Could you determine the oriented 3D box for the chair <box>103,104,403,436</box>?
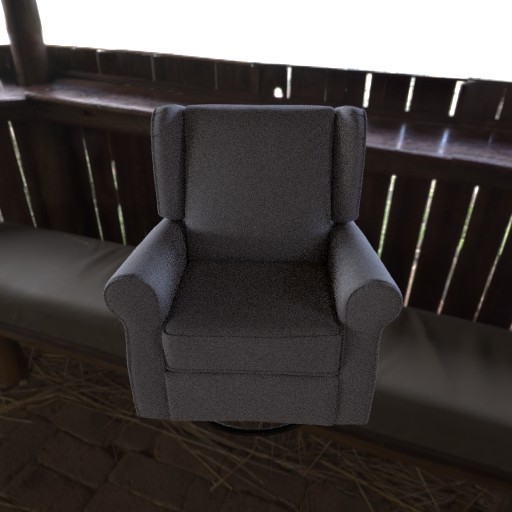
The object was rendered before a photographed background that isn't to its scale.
[{"bbox_3d":[0.000,0.000,1.664,0.906,0.966,0.854,1,31,2],"label":"chair"}]
